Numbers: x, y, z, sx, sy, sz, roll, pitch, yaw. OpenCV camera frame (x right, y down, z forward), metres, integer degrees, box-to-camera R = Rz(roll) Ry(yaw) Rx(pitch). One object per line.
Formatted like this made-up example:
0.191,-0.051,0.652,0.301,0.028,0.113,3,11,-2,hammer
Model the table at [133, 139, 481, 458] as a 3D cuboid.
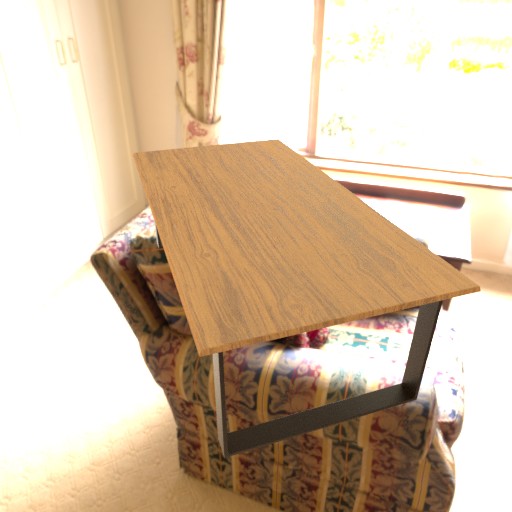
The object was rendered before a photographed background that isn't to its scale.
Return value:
0.000,0.000,1.623,0.693,0.445,1.331,-10,32,-16,table
